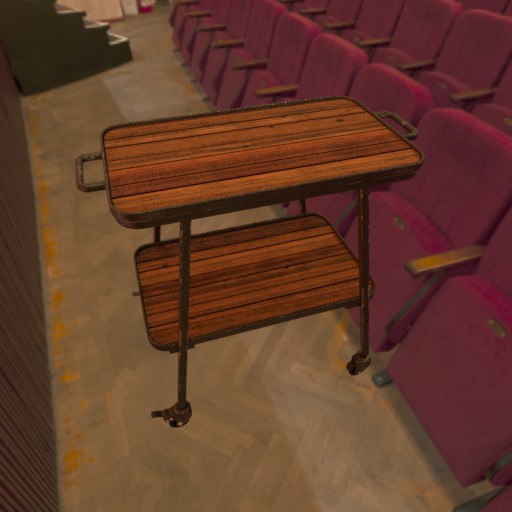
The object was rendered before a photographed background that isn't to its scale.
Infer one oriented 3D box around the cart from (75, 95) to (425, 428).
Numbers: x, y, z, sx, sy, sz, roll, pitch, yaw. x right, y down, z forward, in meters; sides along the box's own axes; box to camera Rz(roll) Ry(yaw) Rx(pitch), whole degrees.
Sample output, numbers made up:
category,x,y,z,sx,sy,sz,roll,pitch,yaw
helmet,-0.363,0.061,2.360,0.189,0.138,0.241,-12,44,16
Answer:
category,x,y,z,sx,sy,sz,roll,pitch,yaw
cart,0.000,0.000,1.260,0.806,0.700,0.515,-12,42,-13
